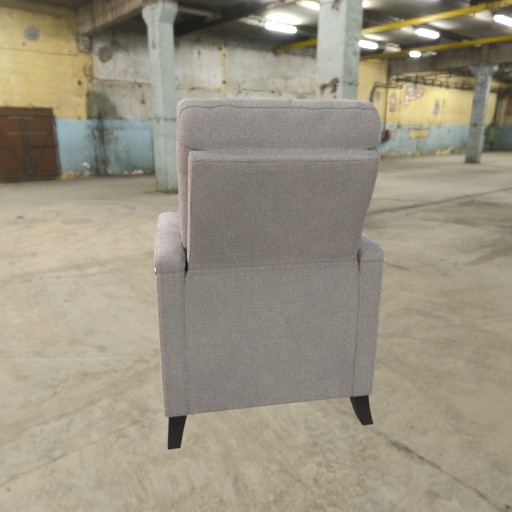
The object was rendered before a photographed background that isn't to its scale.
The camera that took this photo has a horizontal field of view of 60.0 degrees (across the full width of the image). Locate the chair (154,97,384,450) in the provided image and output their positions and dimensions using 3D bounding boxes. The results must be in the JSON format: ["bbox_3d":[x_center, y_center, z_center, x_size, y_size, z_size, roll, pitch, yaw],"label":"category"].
[{"bbox_3d":[0.000,0.000,1.628,0.710,1.049,0.922,-3,15,-10],"label":"chair"}]
